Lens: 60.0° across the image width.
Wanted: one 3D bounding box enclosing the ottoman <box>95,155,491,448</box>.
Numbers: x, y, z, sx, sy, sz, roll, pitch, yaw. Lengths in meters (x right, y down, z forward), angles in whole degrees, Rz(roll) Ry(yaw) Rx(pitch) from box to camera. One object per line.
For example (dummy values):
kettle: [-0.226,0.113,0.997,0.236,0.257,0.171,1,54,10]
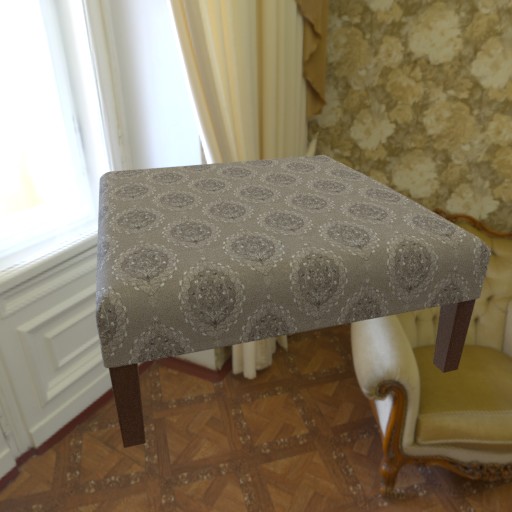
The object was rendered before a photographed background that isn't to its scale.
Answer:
ottoman: [0.000,0.000,1.362,0.889,0.411,0.890,-8,27,-15]
